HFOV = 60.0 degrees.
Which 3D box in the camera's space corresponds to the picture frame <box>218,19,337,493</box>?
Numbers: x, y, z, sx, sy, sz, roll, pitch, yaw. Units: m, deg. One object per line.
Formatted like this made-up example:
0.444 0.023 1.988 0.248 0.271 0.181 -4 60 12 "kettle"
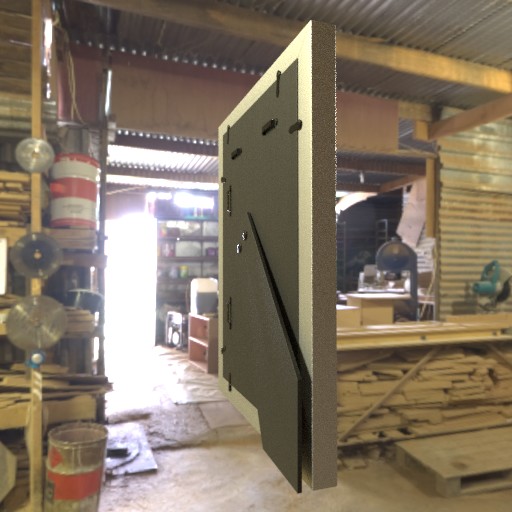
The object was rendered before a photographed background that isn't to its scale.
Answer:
0.000 0.000 0.509 0.036 0.386 0.307 0 -1 -19 "picture frame"
